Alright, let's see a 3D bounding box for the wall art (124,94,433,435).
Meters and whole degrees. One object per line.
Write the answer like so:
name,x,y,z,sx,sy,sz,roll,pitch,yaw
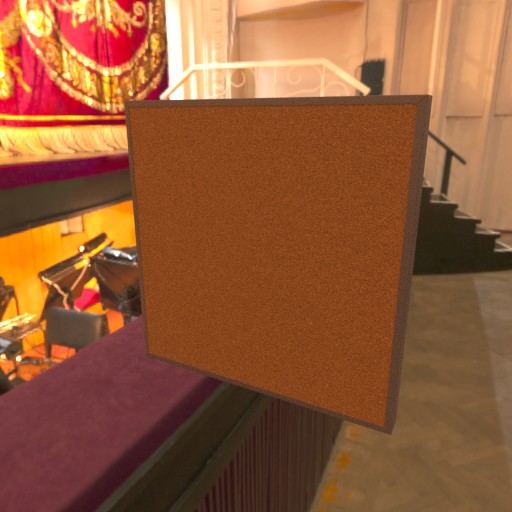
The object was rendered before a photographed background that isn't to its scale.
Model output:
wall art,0.000,0.000,0.520,0.349,0.349,0.028,9,20,27
